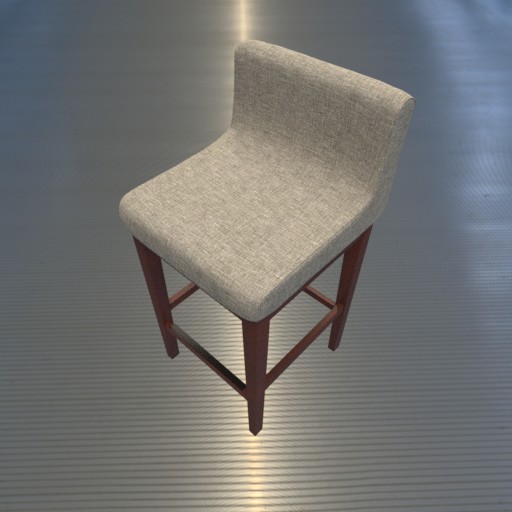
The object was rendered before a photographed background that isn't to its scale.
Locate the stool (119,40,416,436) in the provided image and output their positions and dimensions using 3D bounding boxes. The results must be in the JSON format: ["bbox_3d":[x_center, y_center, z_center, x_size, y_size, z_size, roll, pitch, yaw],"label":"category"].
[{"bbox_3d":[0.000,0.000,1.094,0.417,0.835,0.459,34,54,28],"label":"stool"}]
